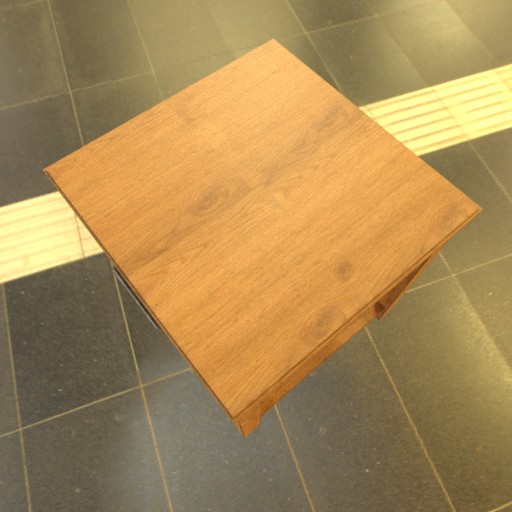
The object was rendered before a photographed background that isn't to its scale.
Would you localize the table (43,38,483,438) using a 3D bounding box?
[{"bbox_3d":[0.000,0.000,1.124,0.612,0.593,0.616,-36,69,-16],"label":"table"}]
